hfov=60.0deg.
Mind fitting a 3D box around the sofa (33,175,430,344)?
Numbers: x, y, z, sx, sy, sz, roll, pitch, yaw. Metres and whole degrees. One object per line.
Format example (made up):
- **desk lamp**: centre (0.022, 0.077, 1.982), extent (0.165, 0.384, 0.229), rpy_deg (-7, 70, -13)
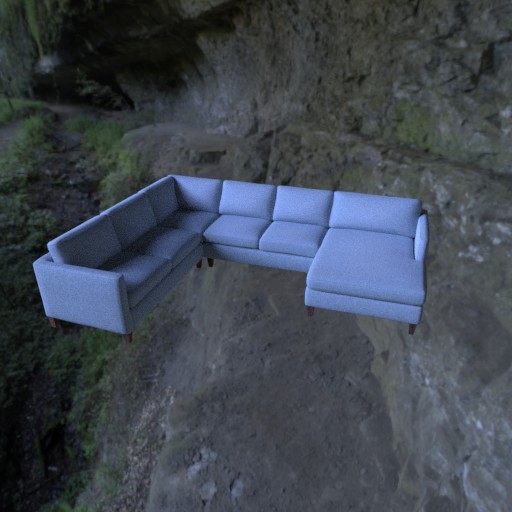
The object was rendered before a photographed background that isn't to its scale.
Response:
- **sofa**: centre (0.000, 0.000, 4.634), extent (3.403, 0.889, 2.551), rpy_deg (8, 28, 16)
